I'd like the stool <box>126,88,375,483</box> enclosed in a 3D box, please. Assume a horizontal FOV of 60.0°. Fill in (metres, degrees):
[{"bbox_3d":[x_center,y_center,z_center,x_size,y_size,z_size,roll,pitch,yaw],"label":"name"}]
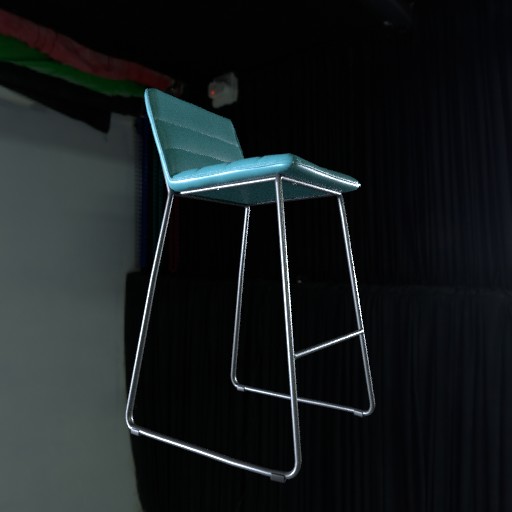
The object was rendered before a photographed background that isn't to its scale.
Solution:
[{"bbox_3d":[0.000,0.000,1.237,0.524,0.936,0.489,0,0,35],"label":"stool"}]
